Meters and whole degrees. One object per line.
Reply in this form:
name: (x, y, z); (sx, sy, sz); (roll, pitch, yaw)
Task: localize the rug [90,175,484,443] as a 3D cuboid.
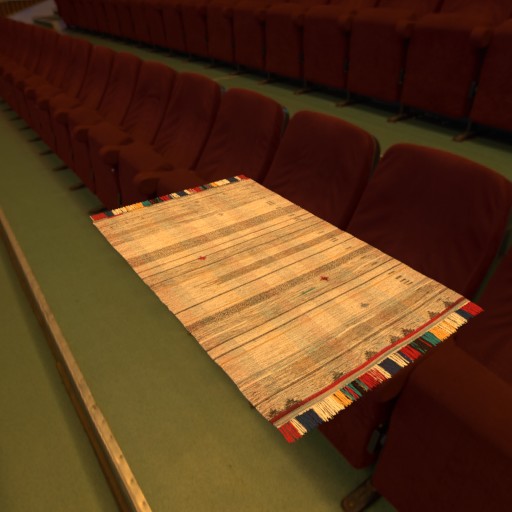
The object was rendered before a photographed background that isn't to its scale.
rug: (0.000, 0.000, 2.973); (1.465, 0.012, 2.465); (-21, 38, -30)
